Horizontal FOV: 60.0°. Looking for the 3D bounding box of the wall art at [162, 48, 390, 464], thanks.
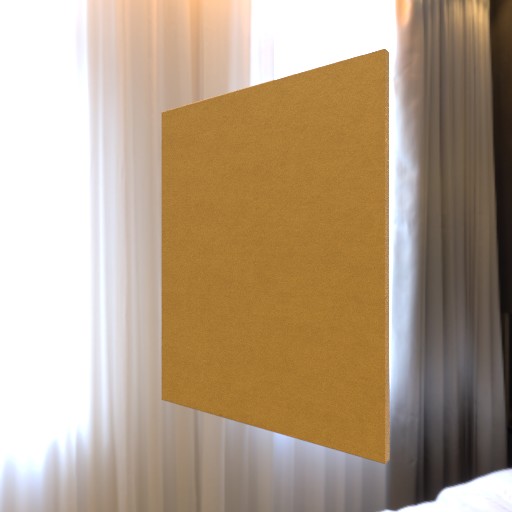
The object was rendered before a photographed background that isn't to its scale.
[{"bbox_3d":[0.000,0.000,1.317,0.798,1.002,0.030,0,0,37],"label":"wall art"}]
